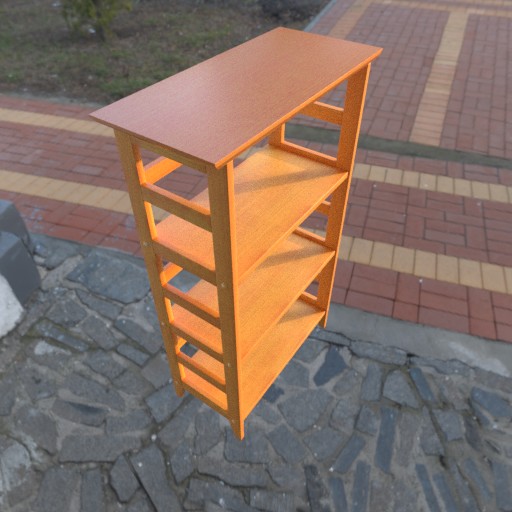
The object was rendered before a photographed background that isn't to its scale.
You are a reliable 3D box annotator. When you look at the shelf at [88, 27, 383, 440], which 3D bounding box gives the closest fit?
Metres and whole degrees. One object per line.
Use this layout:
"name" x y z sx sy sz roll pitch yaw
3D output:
"shelf" 0.000 0.000 1.328 0.305 1.067 0.660 26 49 25
